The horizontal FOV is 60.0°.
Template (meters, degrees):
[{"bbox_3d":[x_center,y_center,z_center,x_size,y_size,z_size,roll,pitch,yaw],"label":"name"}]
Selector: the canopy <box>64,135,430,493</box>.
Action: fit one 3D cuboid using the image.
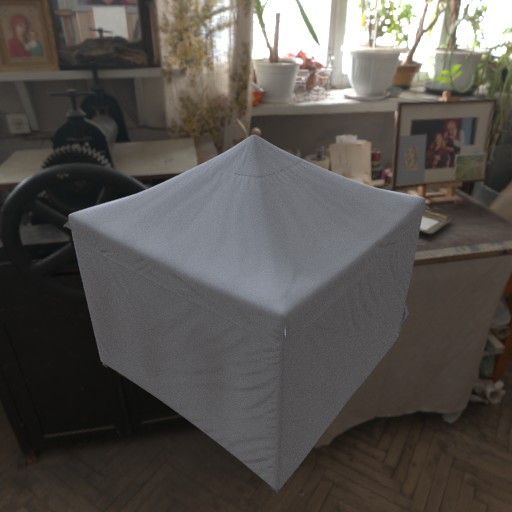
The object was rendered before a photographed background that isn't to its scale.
[{"bbox_3d":[0.000,0.000,5.435,3.043,2.997,3.121,22,36,33],"label":"canopy"}]
